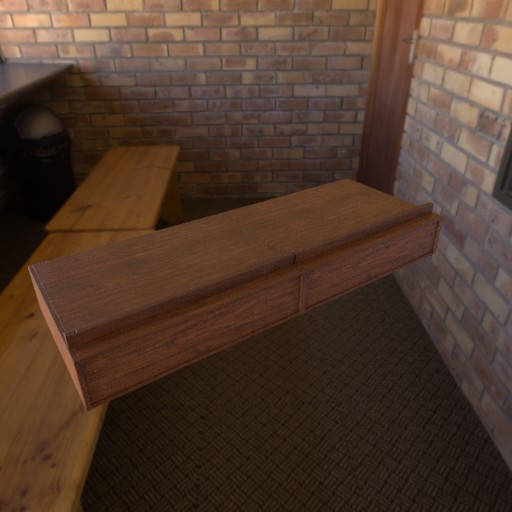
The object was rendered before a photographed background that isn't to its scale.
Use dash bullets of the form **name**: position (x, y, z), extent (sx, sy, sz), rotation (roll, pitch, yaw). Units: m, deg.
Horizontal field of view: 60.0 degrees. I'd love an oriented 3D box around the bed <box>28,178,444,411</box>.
- **bed**: position (0.000, 0.000, 2.350), extent (2.057, 0.326, 0.787), rotation (-19, 35, -30)
